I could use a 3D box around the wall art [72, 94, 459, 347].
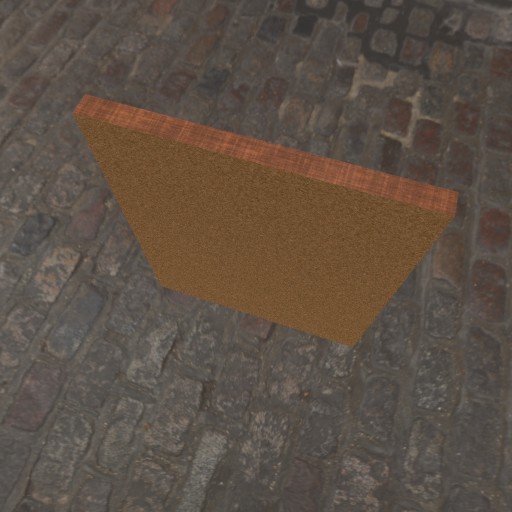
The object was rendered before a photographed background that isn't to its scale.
[{"bbox_3d":[0.000,0.000,0.776,0.467,0.567,0.033,17,65,8],"label":"wall art"}]
